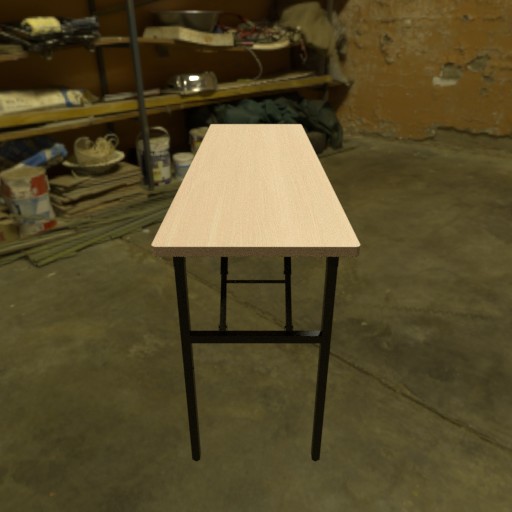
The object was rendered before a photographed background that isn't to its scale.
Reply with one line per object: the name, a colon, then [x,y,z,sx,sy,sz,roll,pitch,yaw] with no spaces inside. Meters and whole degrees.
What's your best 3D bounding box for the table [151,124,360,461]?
table: [0.000,0.000,1.730,0.447,0.750,1.397,0,27,0]
